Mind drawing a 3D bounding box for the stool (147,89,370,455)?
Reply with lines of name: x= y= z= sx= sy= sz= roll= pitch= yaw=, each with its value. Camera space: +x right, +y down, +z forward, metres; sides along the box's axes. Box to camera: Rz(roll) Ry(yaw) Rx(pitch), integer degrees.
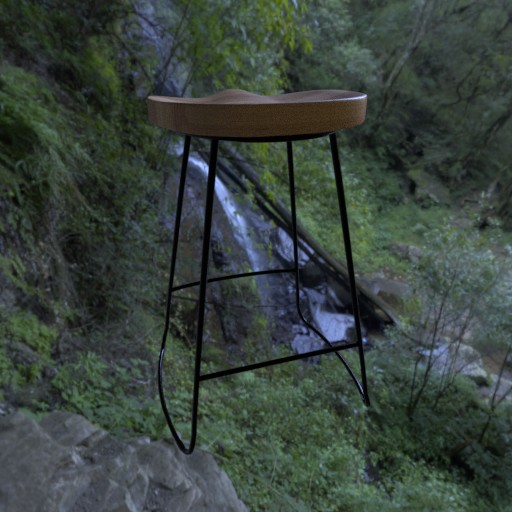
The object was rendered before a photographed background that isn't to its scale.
stool: x=0.000 y=0.000 z=0.967 sx=0.480 sy=0.679 sz=0.401 roll=-8 pitch=27 yaw=-16
